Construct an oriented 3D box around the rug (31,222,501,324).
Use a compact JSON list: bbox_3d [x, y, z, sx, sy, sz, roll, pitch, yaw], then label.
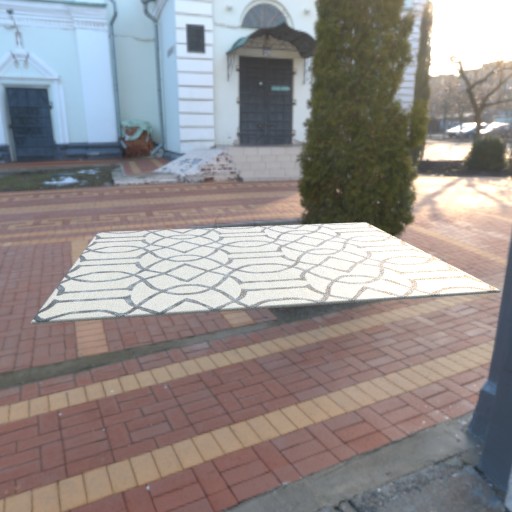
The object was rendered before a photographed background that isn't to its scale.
[{"bbox_3d":[0.000,0.000,3.727,2.910,0.021,2.211,-3,16,-9],"label":"rug"}]
